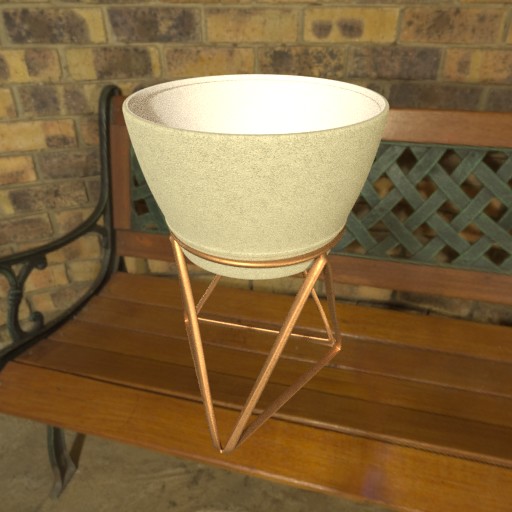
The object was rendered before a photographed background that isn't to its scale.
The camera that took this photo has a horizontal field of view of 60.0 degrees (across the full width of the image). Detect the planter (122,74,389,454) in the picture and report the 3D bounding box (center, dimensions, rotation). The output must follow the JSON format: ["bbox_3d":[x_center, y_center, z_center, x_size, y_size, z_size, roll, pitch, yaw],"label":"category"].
[{"bbox_3d":[0.000,0.000,0.731,0.350,0.504,0.350,-9,33,-14],"label":"planter"}]
